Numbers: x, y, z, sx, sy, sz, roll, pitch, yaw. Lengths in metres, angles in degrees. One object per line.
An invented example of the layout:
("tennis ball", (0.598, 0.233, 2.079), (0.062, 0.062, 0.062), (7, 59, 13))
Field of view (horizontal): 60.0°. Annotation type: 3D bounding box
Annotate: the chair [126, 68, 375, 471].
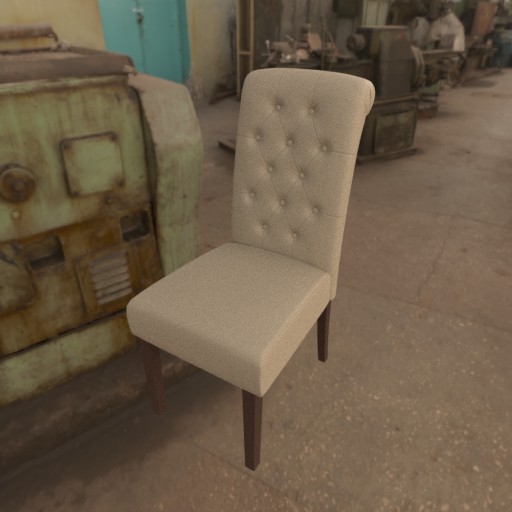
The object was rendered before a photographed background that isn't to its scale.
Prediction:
("chair", (0.000, 0.000, 1.361), (0.456, 1.006, 0.671), (18, 34, 28))
